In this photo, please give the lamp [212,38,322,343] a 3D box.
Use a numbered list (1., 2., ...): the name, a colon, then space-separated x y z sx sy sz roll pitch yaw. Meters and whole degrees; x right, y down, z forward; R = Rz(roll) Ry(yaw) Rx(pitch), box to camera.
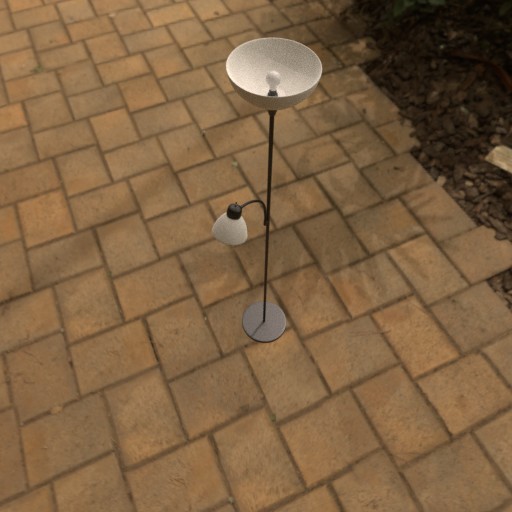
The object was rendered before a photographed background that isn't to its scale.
1. lamp: 0.000 0.000 1.975 0.279 1.804 0.442 32 63 18
